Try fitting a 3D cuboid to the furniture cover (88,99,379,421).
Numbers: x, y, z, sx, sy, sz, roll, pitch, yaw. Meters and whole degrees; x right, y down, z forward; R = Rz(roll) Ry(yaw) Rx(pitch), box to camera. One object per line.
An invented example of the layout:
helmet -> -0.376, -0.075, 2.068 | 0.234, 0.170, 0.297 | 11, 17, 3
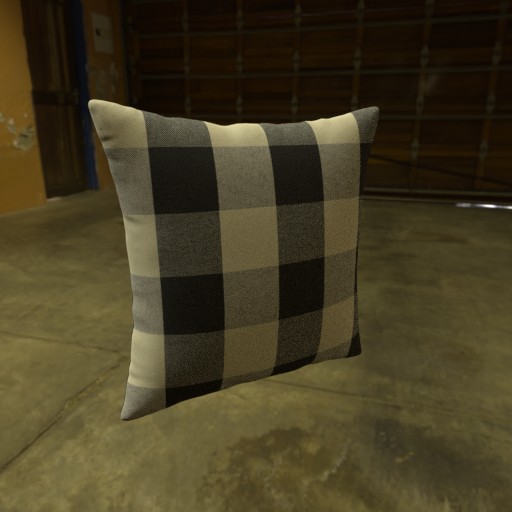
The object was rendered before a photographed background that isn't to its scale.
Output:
furniture cover -> 0.000, 0.000, 0.782 | 0.511, 0.509, 0.161 | -8, 18, -26
